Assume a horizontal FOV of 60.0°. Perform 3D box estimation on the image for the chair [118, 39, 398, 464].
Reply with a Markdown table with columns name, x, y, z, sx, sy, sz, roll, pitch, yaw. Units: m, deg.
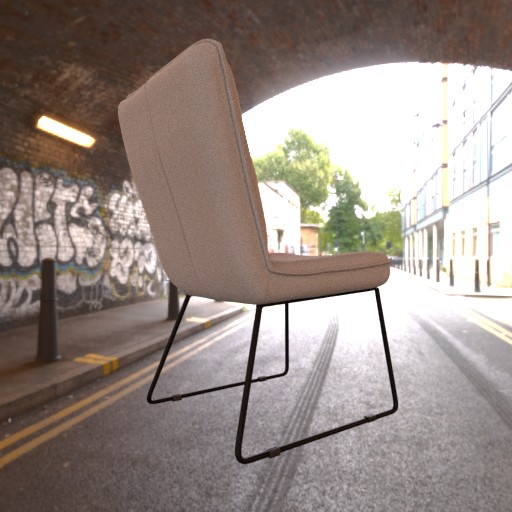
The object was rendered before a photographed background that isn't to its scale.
| name | x | y | z | sx | sy | sz | roll | pitch | yaw |
| --- | --- | --- | --- | --- | --- | --- | --- | --- | --- |
| chair | 0.000 | 0.000 | 1.311 | 0.688 | 0.930 | 0.515 | 0 | 0 | -37 |
